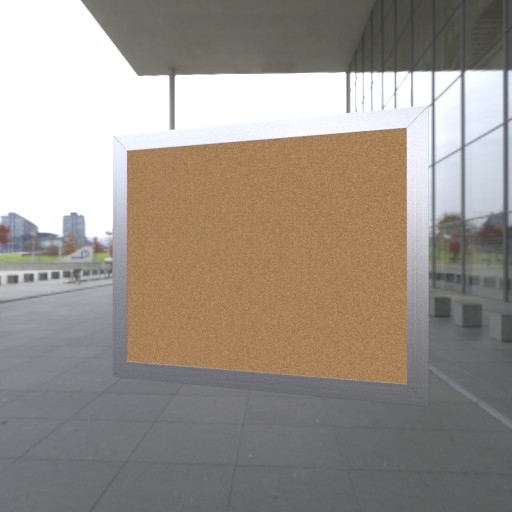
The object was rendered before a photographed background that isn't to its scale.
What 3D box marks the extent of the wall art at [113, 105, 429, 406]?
[{"bbox_3d":[0.000,0.000,0.768,0.557,0.456,0.032,0,0,17],"label":"wall art"}]
